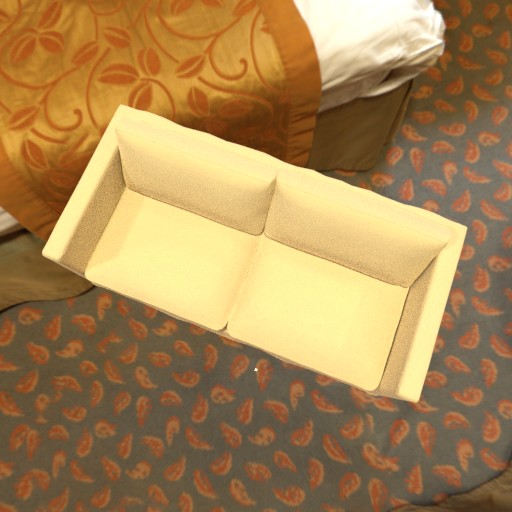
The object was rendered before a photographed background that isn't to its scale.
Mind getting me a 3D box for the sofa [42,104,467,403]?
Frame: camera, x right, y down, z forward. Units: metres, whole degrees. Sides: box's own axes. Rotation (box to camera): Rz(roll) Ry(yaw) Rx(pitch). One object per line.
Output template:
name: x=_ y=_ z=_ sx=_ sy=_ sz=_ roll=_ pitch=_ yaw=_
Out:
sofa: x=0.000 y=0.000 z=2.511 sx=1.987 sy=0.870 sz=0.940 roll=21 pitch=77 yaw=5
